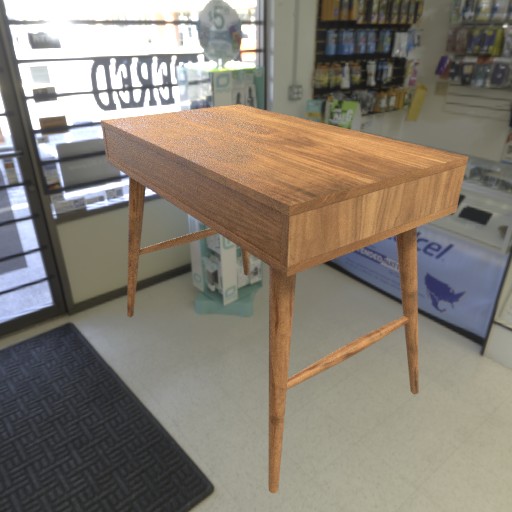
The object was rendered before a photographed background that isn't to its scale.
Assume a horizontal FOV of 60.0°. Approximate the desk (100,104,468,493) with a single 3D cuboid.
[{"bbox_3d":[0.000,0.000,1.407,0.588,0.758,0.949,-19,33,-31],"label":"desk"}]
